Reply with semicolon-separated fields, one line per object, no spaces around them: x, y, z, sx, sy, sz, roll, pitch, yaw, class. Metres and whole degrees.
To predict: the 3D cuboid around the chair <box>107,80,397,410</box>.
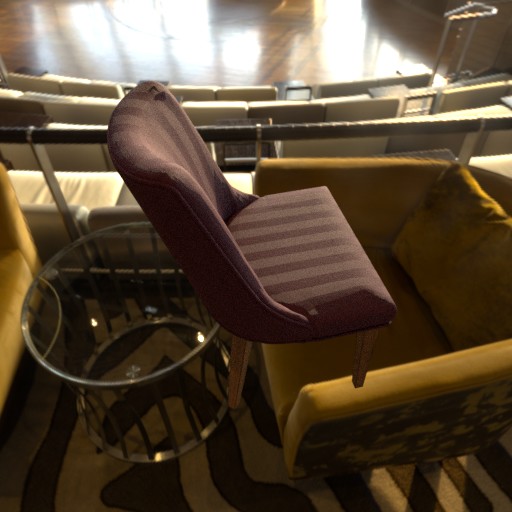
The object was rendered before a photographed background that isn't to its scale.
0.000;0.000;1.283;0.638;0.916;0.548;-10;47;-10;chair
